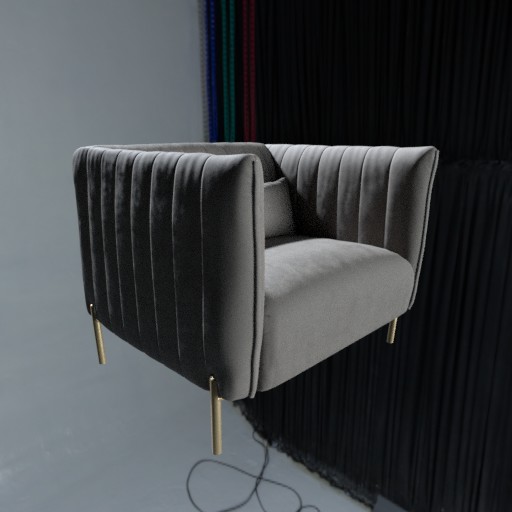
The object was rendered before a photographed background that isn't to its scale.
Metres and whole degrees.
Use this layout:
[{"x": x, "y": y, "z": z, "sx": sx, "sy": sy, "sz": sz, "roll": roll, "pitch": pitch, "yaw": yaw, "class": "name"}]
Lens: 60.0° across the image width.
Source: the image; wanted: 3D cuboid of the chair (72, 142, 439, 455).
[{"x": 0.000, "y": 0.000, "z": 1.588, "sx": 0.873, "sy": 0.779, "sz": 0.981, "roll": 15, "pitch": 21, "yaw": 43, "class": "chair"}]
